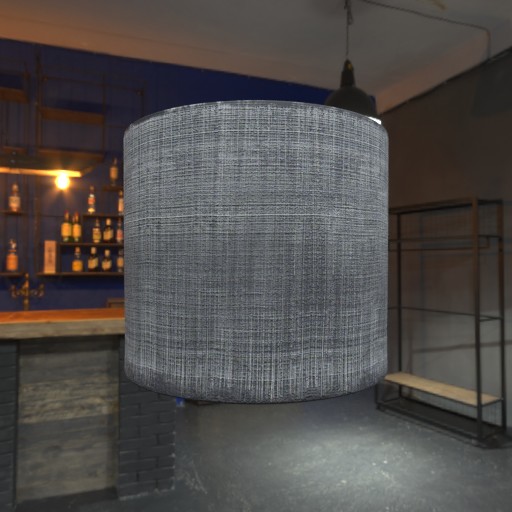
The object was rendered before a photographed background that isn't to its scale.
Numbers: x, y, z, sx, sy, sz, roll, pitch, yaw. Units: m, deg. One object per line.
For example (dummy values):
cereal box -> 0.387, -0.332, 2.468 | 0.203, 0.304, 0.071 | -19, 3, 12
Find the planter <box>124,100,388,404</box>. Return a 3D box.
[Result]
planter -> 0.000, 0.000, 0.443 | 0.254, 0.221, 0.254 | 0, -1, 0
